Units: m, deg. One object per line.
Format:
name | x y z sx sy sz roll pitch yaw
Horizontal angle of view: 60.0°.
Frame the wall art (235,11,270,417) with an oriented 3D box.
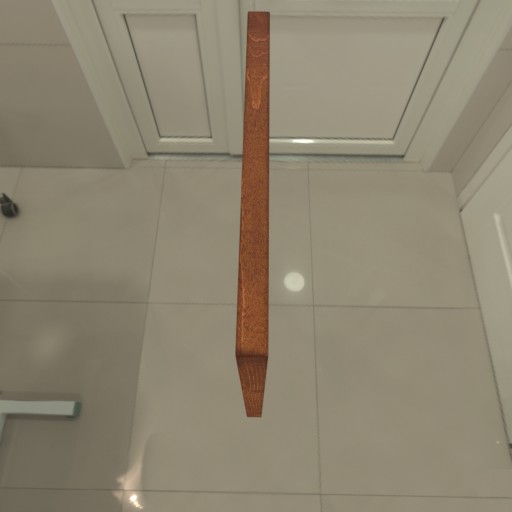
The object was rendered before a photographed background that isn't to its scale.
wall art | 0.000 0.000 0.747 0.030 0.558 0.462 1 65 0
